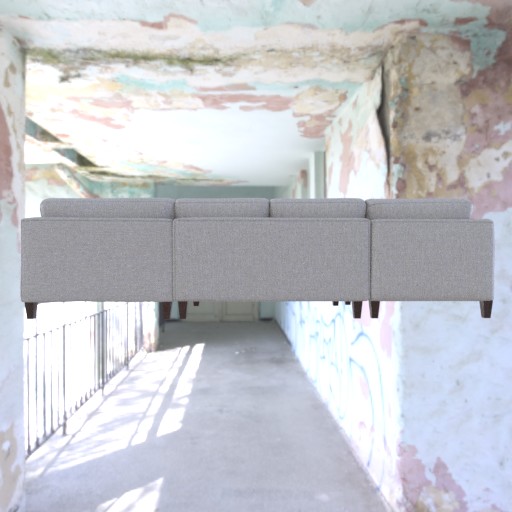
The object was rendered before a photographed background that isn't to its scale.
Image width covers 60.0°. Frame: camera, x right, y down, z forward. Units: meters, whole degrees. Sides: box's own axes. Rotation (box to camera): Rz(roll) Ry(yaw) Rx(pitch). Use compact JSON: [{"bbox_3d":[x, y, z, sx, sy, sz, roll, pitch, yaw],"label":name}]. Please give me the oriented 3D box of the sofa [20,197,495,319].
[{"bbox_3d":[0.000,0.000,4.375,3.403,0.889,2.551,0,0,-1],"label":"sofa"}]
